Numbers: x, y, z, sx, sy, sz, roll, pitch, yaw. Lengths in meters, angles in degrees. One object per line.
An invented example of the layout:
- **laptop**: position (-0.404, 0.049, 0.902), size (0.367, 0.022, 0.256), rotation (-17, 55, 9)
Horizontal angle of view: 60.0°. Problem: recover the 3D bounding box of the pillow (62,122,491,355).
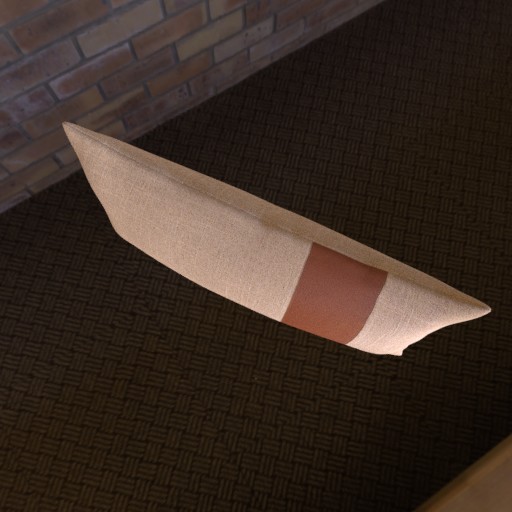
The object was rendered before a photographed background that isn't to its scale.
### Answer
- **pillow**: position (0.000, 0.000, 0.705), size (0.612, 0.282, 0.155), rotation (24, 76, 7)
